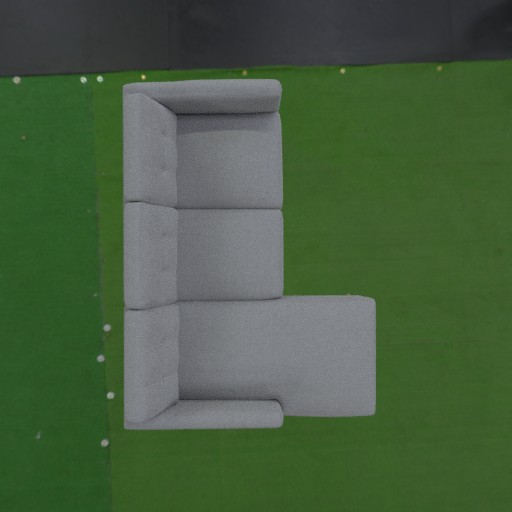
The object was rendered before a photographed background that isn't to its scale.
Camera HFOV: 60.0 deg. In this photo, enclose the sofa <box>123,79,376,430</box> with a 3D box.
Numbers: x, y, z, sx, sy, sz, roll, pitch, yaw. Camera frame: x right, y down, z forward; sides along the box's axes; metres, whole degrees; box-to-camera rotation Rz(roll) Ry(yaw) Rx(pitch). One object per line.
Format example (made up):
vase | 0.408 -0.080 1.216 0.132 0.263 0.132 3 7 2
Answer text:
sofa | 0.000 0.000 2.782 1.530 0.860 2.040 0 91 -2
